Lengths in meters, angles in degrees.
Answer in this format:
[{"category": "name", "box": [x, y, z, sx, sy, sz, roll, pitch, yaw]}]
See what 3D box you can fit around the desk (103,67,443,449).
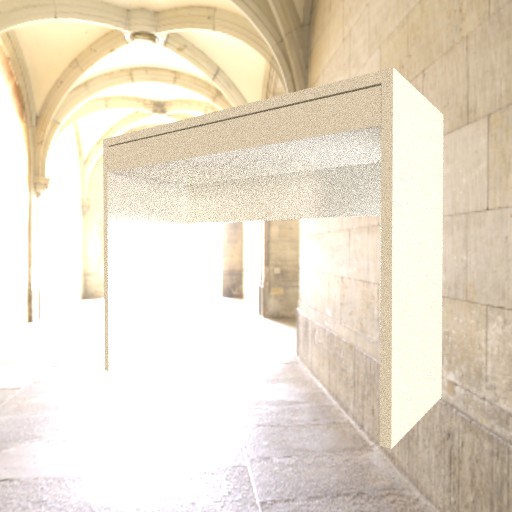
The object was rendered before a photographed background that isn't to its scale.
[{"category": "desk", "box": [0.000, 0.000, 1.376, 1.000, 0.790, 0.400, 1, 1, 37]}]
